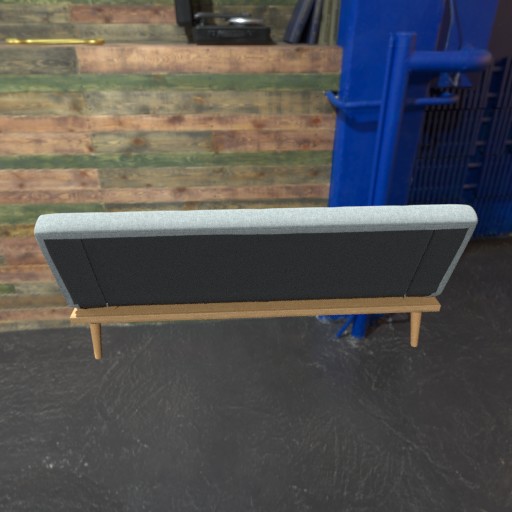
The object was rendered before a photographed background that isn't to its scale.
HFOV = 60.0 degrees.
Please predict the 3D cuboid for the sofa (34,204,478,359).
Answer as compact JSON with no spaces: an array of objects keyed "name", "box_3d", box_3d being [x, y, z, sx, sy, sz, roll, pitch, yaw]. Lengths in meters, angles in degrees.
[{"name":"sofa","box_3d":[0.000,0.000,2.283,1.820,0.800,0.800,-2,30,-3]}]
